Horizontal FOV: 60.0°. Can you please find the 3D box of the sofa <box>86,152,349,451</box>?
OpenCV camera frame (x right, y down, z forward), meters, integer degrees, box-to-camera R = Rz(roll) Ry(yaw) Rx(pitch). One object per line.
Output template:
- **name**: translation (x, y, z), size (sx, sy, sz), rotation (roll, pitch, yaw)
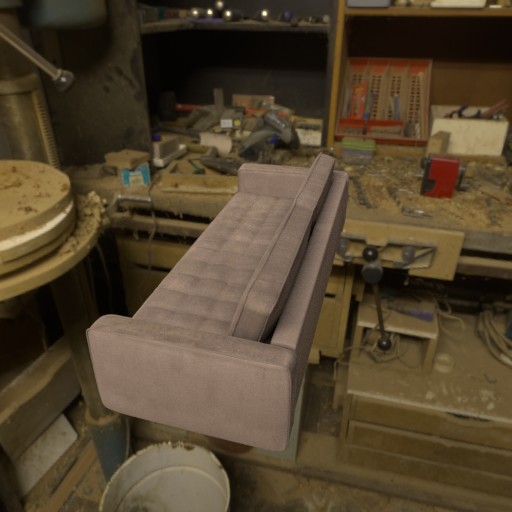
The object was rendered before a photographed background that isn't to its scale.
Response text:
- **sofa**: translation (0.000, 0.000, 2.799), size (0.923, 0.813, 2.295), rotation (8, 32, 14)
